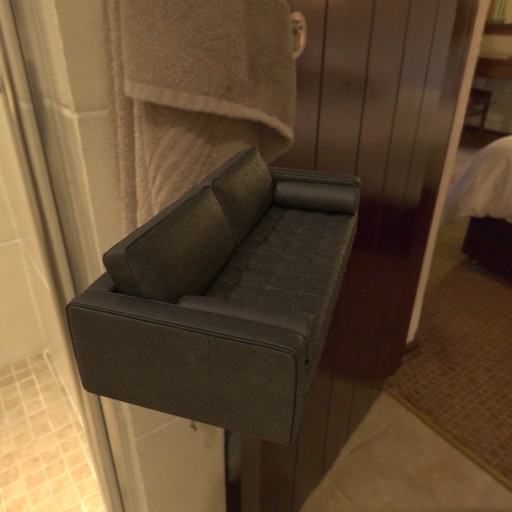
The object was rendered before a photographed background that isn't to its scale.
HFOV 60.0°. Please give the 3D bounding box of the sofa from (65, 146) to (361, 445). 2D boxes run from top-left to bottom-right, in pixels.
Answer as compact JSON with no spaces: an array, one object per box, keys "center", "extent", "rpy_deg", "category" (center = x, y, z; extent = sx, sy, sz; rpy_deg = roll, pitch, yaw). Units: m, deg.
[{"center":[0.000,0.000,2.364],"extent":[0.921,0.770,1.879],"rpy_deg":[9,29,16],"category":"sofa"}]
